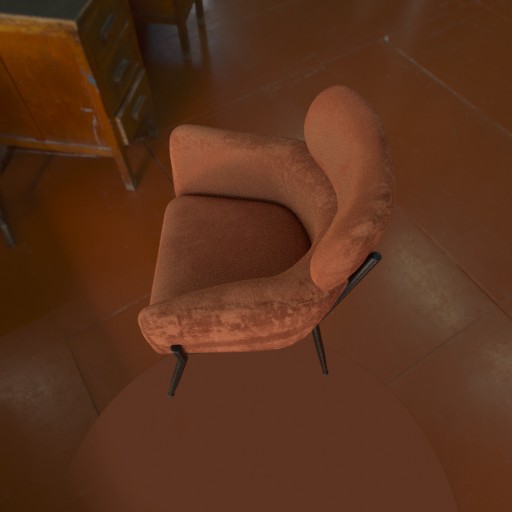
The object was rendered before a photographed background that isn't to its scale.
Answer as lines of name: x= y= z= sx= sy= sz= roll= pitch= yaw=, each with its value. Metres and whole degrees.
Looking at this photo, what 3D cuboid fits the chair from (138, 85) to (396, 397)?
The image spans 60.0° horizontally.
chair: x=0.000 y=0.000 z=1.140 sx=0.523 sy=0.772 sz=0.561 roll=1 pitch=59 yaw=1
